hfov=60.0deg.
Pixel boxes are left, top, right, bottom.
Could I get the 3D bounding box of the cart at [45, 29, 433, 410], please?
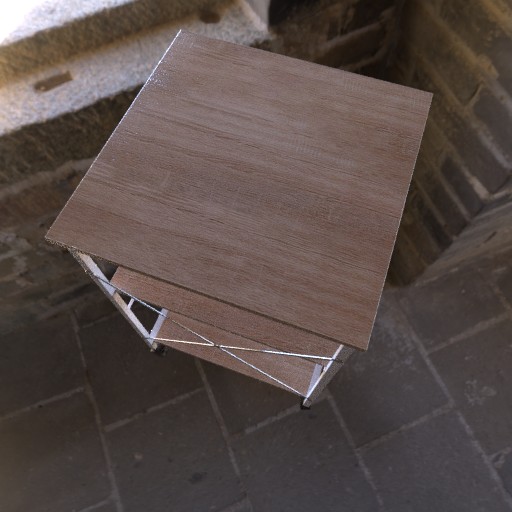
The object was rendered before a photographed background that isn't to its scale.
[{"bbox_3d":[0.000,0.000,1.109,0.521,0.762,0.520,18,65,9],"label":"cart"}]
